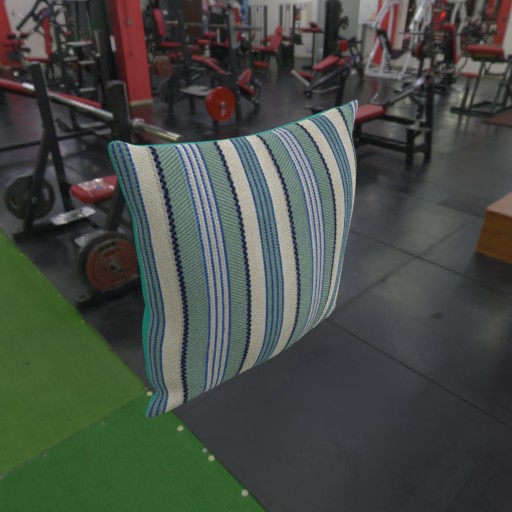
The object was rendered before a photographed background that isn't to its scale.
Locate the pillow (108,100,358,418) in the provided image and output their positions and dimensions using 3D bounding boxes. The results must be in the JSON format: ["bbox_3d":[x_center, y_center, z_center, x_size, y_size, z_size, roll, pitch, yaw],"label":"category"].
[{"bbox_3d":[0.000,0.000,0.708,0.440,0.441,0.182,-23,37,-34],"label":"pillow"}]
